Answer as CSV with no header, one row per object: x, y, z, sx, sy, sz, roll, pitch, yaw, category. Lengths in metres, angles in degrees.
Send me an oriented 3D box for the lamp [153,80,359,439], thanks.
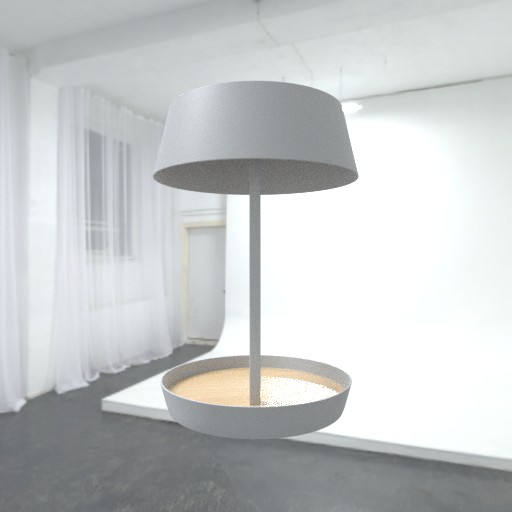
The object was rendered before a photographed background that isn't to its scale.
0.000,0.000,0.641,0.291,0.429,0.291,0,0,0,lamp
